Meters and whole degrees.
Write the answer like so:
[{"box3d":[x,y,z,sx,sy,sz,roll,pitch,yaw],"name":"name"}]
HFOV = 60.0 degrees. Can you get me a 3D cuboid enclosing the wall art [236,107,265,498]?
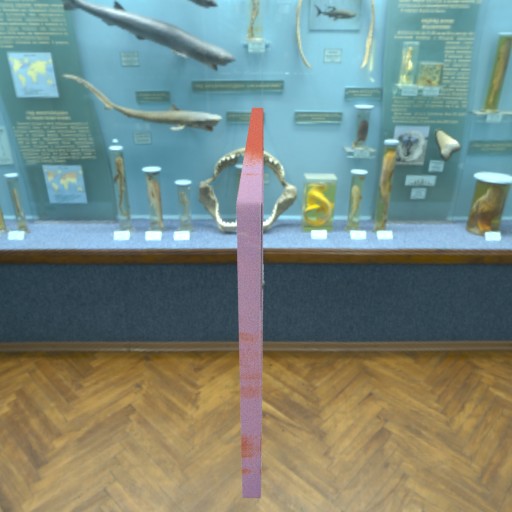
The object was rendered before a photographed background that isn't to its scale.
[{"box3d":[0.000,0.000,1.139,0.040,0.609,0.913,0,26,1],"name":"wall art"}]
